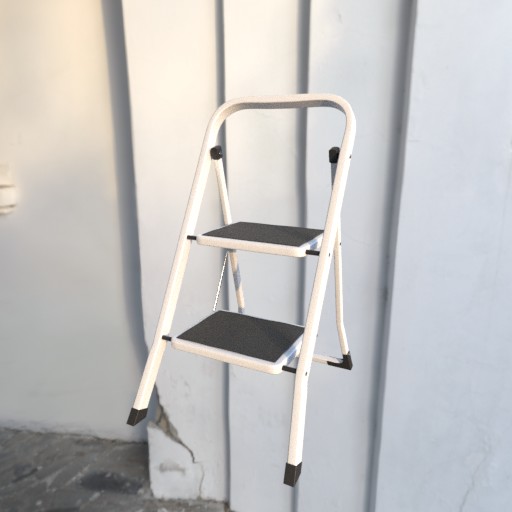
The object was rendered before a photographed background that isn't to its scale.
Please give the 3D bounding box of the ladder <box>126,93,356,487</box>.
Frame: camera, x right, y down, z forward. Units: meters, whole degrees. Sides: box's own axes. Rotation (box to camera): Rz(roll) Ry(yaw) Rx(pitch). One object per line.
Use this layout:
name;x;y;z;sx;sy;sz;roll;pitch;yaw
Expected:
ladder;0.000;0.000;1.150;0.460;0.810;0.544;8;17;26
